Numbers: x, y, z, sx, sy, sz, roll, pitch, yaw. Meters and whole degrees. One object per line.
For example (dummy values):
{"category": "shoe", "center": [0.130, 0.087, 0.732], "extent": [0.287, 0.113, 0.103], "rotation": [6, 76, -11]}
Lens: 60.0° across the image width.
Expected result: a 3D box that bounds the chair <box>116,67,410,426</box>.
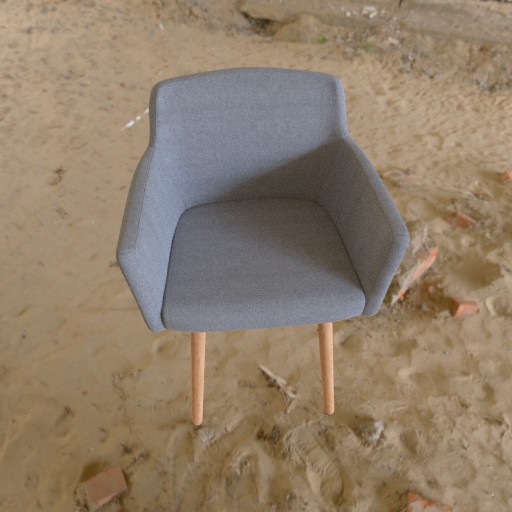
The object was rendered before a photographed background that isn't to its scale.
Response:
{"category": "chair", "center": [0.000, 0.000, 1.162], "extent": [0.570, 0.780, 0.540], "rotation": [-4, 45, -4]}
